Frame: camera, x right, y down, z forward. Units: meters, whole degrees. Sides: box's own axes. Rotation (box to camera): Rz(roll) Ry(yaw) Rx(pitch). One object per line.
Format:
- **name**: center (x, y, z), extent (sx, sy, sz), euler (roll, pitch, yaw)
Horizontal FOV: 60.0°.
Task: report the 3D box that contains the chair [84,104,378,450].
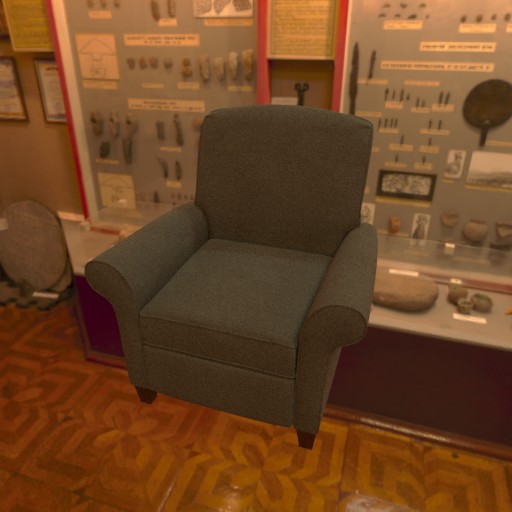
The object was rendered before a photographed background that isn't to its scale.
- **chair**: center (0.000, 0.000, 1.805), extent (0.978, 1.061, 0.905), euler (9, 29, 17)
